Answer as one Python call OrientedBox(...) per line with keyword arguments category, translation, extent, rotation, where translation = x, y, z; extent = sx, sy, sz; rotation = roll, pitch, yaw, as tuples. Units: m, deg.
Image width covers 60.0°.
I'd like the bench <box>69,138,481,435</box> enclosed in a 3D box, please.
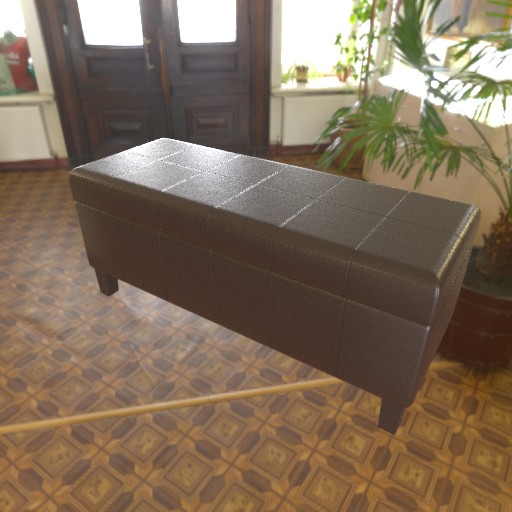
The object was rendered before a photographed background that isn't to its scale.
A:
OrientedBox(category="bench", translation=(0.000, 0.000, 1.328), extent=(1.092, 0.457, 0.429), rotation=(19, 36, 28))
